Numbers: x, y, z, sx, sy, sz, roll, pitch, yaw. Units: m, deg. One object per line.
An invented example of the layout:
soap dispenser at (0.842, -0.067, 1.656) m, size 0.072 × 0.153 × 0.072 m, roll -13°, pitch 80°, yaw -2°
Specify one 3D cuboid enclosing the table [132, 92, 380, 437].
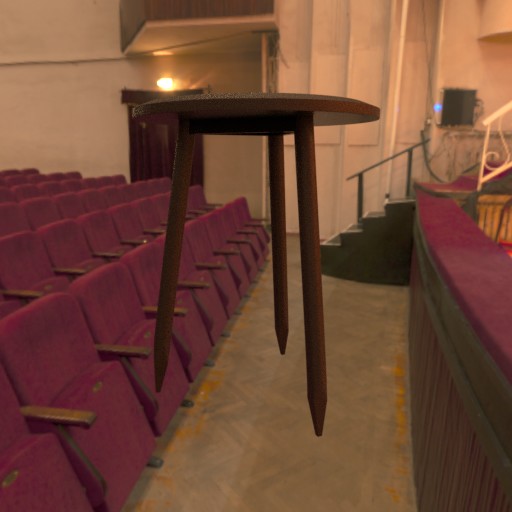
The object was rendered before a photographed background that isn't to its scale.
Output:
table at (0.000, 0.000, 0.911) m, size 0.457 × 0.585 × 0.457 m, roll 0°, pitch 13°, yaw 0°
